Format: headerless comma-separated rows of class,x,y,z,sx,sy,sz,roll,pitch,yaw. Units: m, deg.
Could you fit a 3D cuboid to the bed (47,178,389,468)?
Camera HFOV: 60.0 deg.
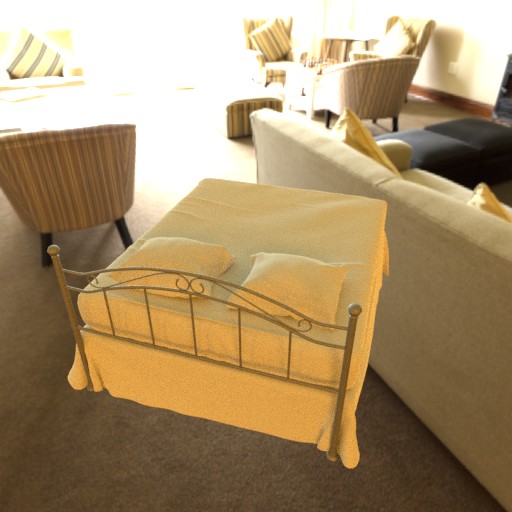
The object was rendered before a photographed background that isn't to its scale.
bed,0.000,0.000,3.259,1.936,1.080,2.215,10,34,15
